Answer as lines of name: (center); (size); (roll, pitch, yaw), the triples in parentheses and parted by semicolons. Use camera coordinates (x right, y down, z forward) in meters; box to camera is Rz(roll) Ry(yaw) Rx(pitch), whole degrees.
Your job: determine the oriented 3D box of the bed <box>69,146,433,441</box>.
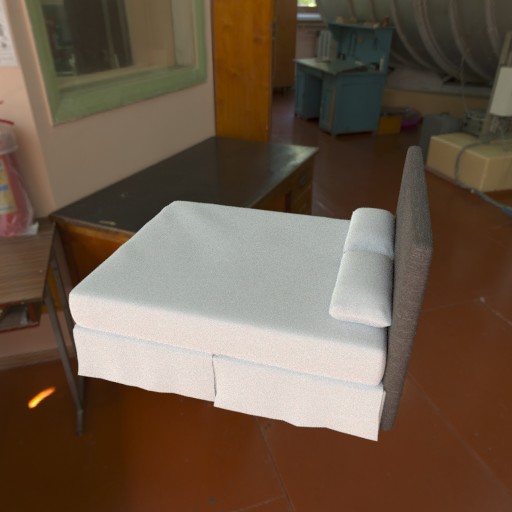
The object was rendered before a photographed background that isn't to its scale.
bed: (0.000, 0.000, 3.205); (2.142, 1.330, 1.723); (8, 31, 14)
